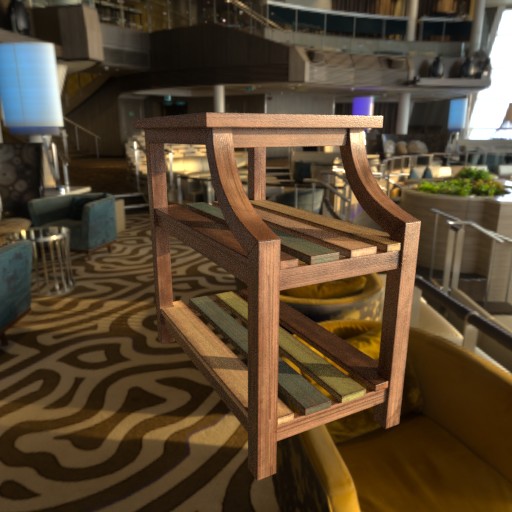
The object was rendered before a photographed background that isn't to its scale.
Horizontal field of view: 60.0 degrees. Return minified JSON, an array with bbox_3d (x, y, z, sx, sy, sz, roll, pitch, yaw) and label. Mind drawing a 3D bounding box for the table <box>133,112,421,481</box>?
[{"bbox_3d":[0.000,0.000,0.976,0.356,0.584,0.609,-8,18,-27],"label":"table"}]
